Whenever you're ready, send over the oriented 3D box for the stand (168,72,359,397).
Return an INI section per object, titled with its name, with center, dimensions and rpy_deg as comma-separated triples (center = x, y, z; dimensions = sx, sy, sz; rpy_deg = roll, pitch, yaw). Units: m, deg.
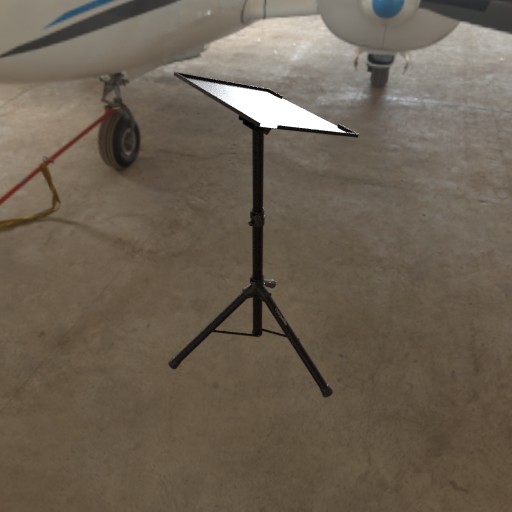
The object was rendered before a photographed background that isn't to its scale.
[stand]
center = 0.000, 0.000, 1.619
dimensions = 0.702, 1.198, 0.702
rpy_deg = -24, 46, -26
